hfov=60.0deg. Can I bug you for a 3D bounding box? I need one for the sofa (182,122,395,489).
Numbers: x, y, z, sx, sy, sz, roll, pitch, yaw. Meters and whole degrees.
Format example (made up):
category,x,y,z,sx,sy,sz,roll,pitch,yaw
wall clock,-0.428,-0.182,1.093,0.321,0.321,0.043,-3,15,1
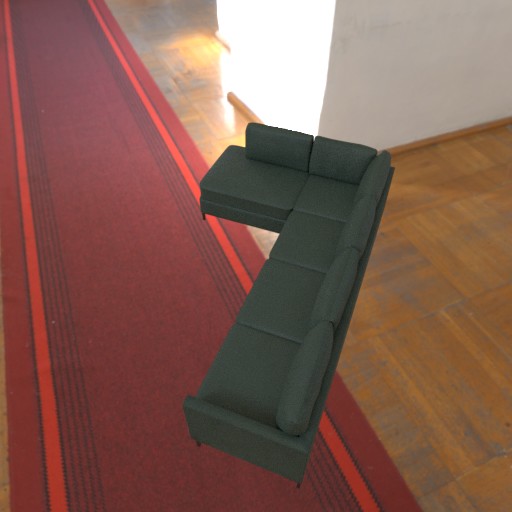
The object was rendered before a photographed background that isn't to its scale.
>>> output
category,x,y,z,sx,sy,sz,roll,pitch,yaw
sofa,0.000,0.000,4.309,2.048,0.996,3.384,16,48,15
